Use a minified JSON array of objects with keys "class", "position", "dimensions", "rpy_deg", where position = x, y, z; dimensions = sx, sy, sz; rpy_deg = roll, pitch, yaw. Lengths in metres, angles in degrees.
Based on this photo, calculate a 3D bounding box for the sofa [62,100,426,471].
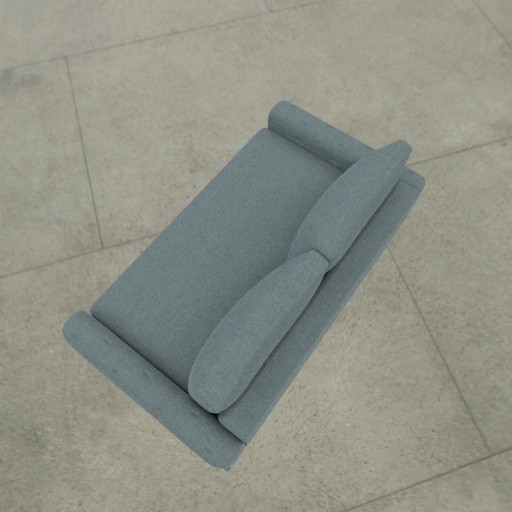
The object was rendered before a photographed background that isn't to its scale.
[{"class":"sofa","position":[0.000,0.000,2.099],"dimensions":[0.920,0.790,1.650],"rpy_deg":[34,69,15]}]
